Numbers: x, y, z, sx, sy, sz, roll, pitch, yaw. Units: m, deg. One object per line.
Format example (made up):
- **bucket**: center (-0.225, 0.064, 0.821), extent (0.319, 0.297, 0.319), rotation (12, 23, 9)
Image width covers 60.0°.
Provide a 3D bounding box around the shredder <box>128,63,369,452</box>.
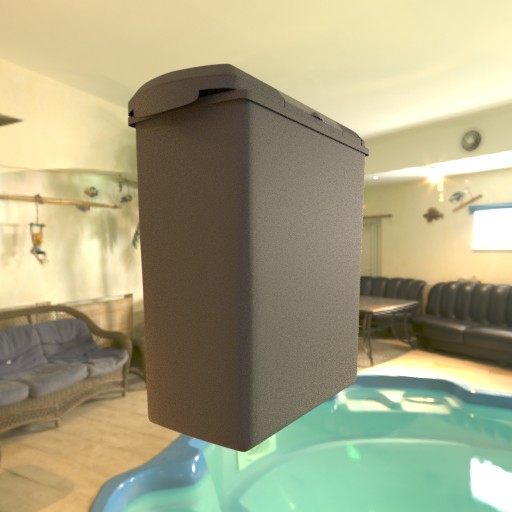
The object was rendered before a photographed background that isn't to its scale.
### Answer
- **shredder**: center (0.000, 0.000, 0.519), extent (0.170, 0.335, 0.320), rotation (1, 1, 35)
